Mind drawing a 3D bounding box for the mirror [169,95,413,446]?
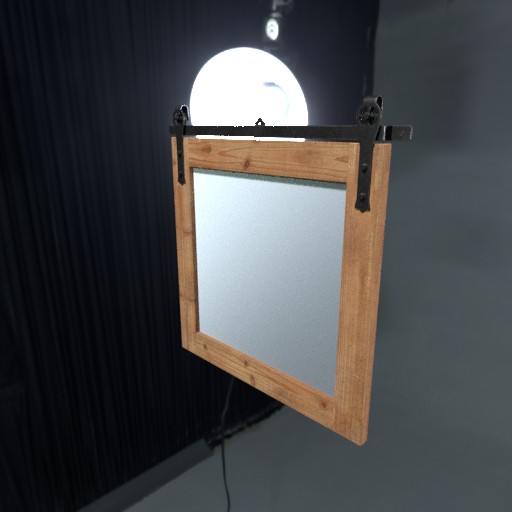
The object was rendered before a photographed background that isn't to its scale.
[{"bbox_3d":[0.000,0.000,1.214,0.805,0.800,0.054,16,23,42],"label":"mirror"}]
